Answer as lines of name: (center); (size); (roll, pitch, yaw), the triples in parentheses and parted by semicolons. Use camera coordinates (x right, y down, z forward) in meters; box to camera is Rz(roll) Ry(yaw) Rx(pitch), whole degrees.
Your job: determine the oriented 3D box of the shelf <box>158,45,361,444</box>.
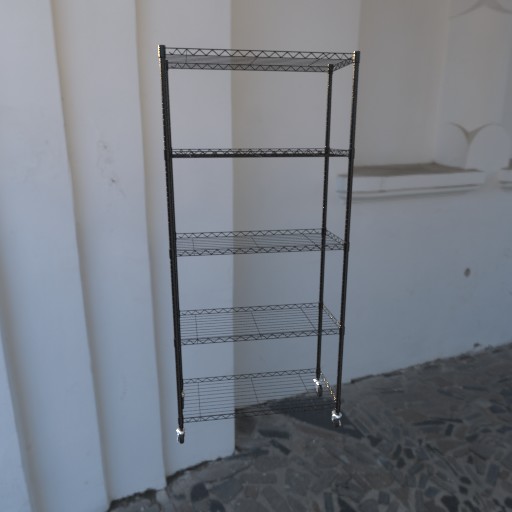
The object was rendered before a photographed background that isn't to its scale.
shelf: (0.000, 0.000, 1.974); (0.762, 1.645, 0.356); (-2, 15, -9)
